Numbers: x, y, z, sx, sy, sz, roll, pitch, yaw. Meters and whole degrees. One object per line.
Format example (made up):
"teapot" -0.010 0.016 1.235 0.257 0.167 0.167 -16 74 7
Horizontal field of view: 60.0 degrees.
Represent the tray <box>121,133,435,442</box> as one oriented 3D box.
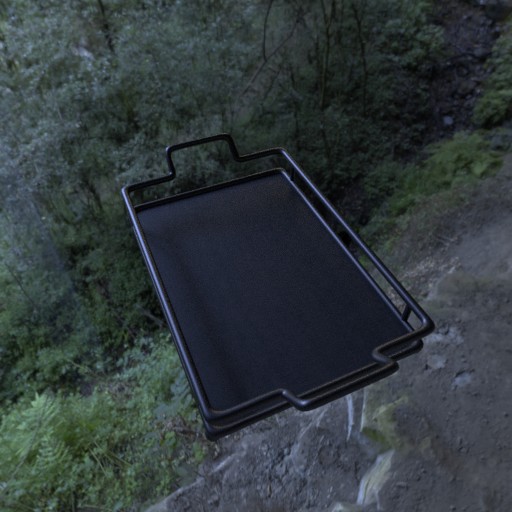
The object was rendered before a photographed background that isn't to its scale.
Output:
"tray" 0.000 0.000 0.633 0.297 0.101 0.495 -18 50 -16
